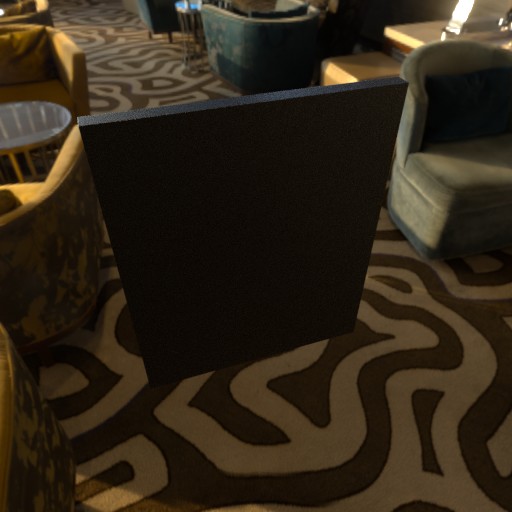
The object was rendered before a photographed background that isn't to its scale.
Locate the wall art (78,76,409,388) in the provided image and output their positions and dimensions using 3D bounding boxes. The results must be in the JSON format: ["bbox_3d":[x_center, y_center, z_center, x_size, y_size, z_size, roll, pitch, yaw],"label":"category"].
[{"bbox_3d":[0.000,0.000,0.776,0.457,0.557,0.028,-12,42,-14],"label":"wall art"}]
